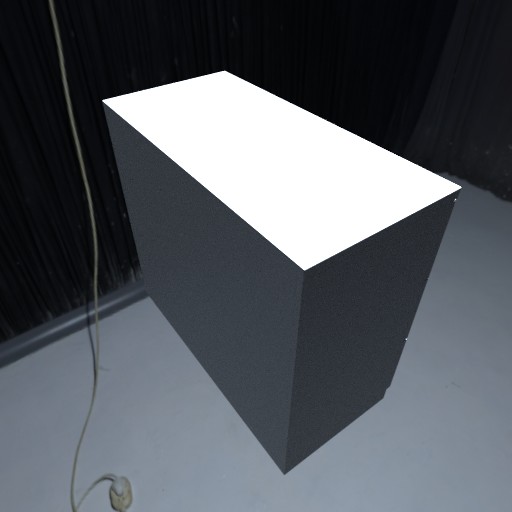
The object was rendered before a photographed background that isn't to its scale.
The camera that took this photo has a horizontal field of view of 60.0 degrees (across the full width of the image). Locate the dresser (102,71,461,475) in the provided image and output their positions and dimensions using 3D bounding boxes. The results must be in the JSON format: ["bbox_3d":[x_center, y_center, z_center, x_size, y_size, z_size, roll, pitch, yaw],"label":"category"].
[{"bbox_3d":[0.000,0.000,1.275,0.420,0.740,0.830,-26,47,-26],"label":"dresser"}]
